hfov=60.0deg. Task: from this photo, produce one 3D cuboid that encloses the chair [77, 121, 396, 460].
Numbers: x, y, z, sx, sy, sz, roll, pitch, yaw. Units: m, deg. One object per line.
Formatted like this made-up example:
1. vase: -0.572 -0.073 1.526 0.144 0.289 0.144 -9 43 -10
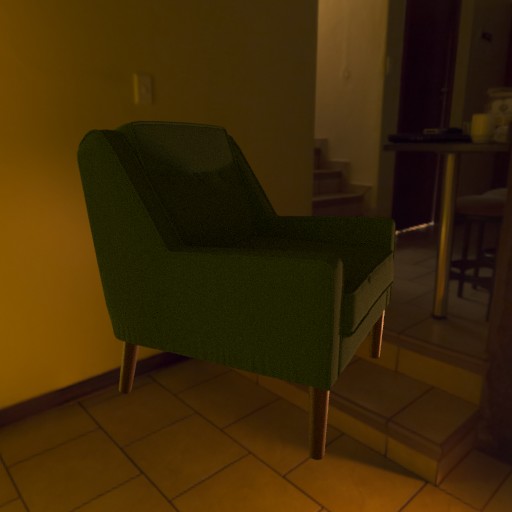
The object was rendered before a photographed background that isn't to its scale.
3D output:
1. chair: 0.000 0.000 1.351 0.743 0.792 0.663 7 16 27
